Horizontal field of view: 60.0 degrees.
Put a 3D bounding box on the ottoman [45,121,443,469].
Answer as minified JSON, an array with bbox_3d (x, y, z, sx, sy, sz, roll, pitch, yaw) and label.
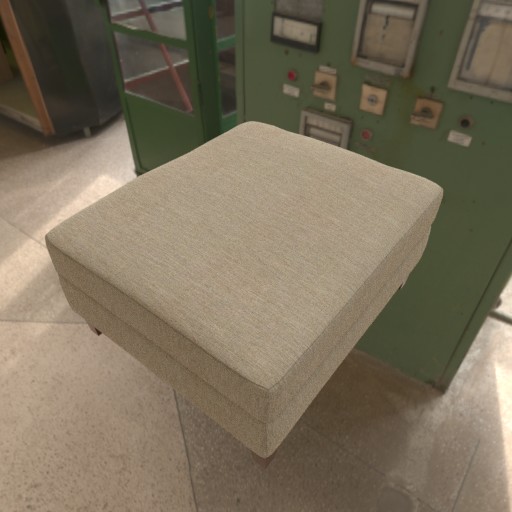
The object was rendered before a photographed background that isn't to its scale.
[{"bbox_3d":[0.000,0.000,1.469,0.836,0.492,0.976,28,48,27],"label":"ottoman"}]
